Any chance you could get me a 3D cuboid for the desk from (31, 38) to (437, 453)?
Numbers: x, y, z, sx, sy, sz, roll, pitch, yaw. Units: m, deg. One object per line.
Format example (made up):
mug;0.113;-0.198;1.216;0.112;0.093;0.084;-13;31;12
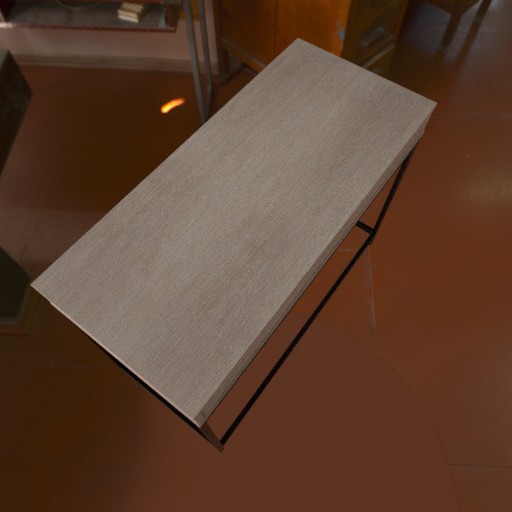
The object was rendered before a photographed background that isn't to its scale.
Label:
desk;0.000;0.000;1.412;0.470;0.762;1.016;33;67;16
